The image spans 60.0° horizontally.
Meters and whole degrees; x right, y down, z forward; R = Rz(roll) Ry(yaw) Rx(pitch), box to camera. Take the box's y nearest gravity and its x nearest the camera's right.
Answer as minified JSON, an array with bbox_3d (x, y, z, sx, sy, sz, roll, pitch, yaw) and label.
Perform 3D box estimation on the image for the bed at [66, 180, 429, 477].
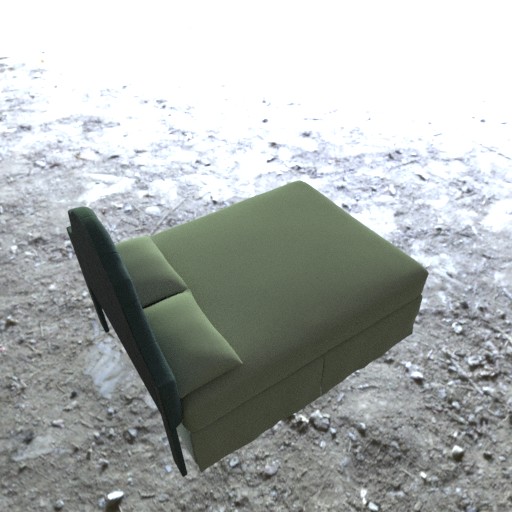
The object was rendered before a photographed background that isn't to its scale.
[{"bbox_3d":[0.000,0.000,3.213,2.155,1.575,1.636,-24,47,-25],"label":"bed"}]
